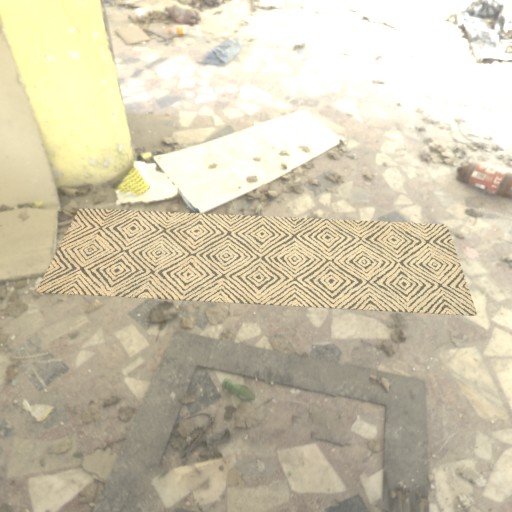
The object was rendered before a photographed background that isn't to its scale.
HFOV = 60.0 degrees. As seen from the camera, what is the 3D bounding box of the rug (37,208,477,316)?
[{"bbox_3d":[0.000,0.000,2.513,2.277,0.008,0.676,3,47,3],"label":"rug"}]
